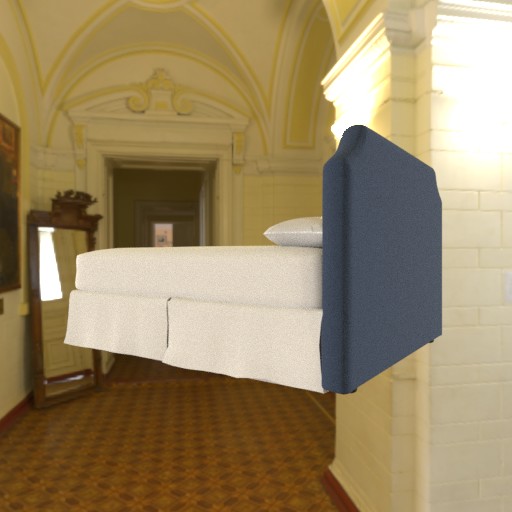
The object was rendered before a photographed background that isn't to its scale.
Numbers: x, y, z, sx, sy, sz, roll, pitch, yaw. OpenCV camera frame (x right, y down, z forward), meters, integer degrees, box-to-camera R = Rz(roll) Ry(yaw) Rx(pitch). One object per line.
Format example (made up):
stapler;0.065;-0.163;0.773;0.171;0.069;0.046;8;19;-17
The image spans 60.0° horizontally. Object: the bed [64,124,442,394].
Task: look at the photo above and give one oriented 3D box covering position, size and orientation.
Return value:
bed;0.000;0.000;3.331;2.260;1.297;1.831;0;0;35
